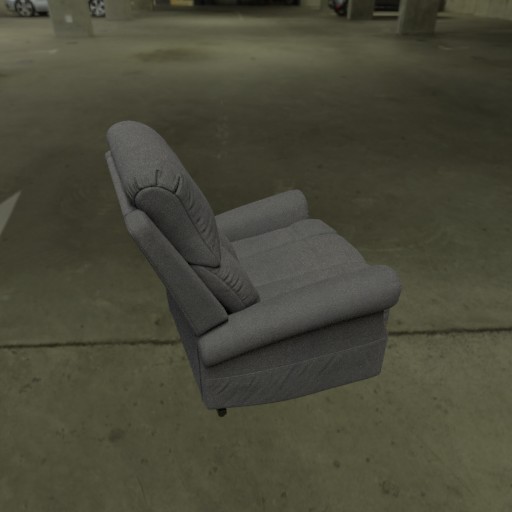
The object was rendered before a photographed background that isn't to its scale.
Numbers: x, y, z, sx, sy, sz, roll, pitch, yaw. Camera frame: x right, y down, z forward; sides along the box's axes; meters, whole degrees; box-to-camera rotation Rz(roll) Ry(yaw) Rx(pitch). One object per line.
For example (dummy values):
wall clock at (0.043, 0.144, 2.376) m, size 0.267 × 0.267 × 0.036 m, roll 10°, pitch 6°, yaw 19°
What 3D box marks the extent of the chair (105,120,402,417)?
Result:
chair at (0.000, 0.000, 1.772) m, size 0.979 × 1.031 × 0.871 m, roll -12°, pitch 33°, yaw -18°
